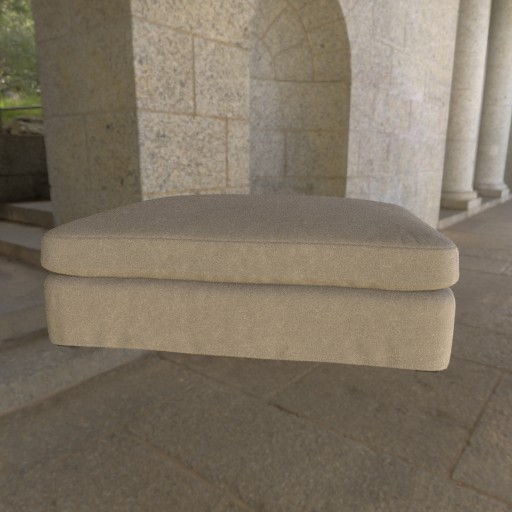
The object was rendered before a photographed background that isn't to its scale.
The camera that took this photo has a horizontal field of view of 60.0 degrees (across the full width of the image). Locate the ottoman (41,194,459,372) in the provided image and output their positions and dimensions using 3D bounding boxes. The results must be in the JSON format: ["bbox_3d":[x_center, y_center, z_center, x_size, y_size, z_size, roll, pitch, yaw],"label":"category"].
[{"bbox_3d":[0.000,0.000,1.609,1.199,0.429,0.840,2,13,9],"label":"ottoman"}]
